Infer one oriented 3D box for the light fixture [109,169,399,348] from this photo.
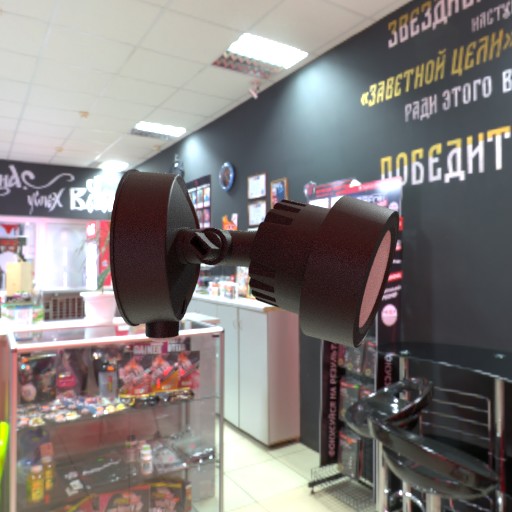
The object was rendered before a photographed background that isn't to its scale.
[{"bbox_3d":[0.000,0.000,0.309,0.168,0.120,0.213,0,0,1],"label":"light fixture"}]
